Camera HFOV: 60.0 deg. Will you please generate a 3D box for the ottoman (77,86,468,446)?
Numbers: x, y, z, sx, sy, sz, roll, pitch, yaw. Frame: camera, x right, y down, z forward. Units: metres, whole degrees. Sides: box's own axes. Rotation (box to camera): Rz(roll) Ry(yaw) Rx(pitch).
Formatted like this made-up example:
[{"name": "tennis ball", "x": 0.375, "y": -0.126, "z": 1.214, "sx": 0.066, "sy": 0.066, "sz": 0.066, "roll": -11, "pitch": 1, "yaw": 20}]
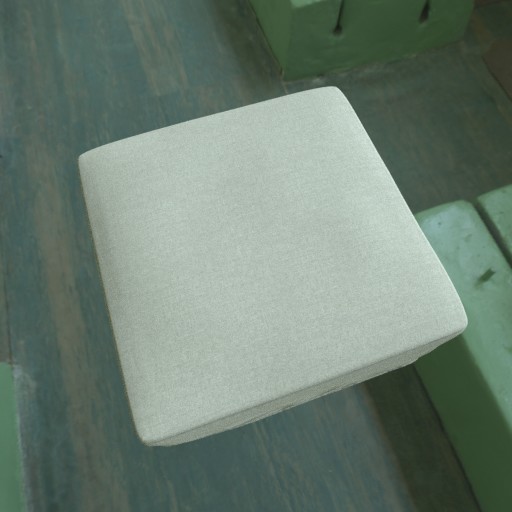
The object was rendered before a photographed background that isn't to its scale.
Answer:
[{"name": "ottoman", "x": 0.000, "y": 0.000, "z": 1.312, "sx": 0.840, "sy": 0.436, "sz": 0.843, "roll": -17, "pitch": 67, "yaw": -8}]
